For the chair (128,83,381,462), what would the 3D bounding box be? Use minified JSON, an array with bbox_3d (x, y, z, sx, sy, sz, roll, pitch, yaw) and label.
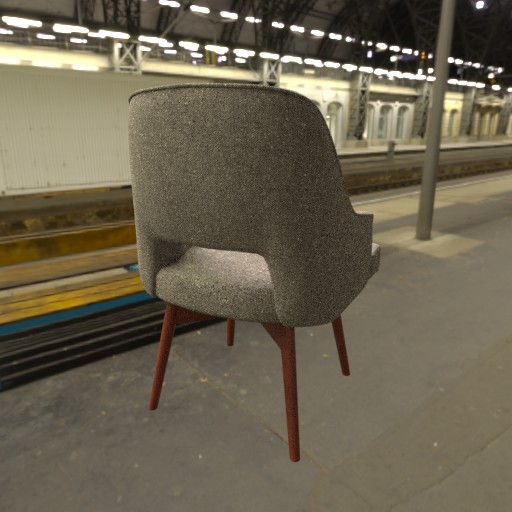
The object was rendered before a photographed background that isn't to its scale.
[{"bbox_3d":[0.000,0.000,1.266,0.608,0.875,0.629,8,18,26],"label":"chair"}]
